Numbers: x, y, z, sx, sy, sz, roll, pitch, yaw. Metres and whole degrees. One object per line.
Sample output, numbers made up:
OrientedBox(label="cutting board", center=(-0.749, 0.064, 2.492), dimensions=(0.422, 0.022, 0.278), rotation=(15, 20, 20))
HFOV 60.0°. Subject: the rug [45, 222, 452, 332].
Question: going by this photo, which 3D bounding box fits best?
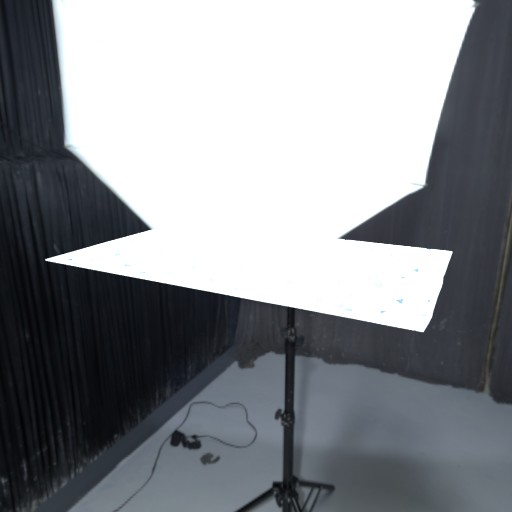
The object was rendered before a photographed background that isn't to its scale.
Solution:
OrientedBox(label="rug", center=(0.000, 0.000, 3.117), dimensions=(2.457, 0.009, 1.512), rotation=(8, 17, 26))
